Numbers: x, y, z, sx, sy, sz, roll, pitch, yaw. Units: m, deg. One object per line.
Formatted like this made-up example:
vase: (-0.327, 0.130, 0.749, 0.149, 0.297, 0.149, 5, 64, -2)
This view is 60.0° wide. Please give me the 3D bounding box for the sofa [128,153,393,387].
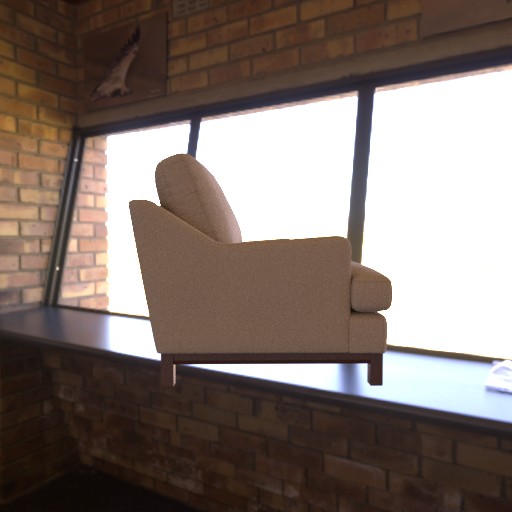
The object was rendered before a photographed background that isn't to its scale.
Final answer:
sofa: (0.000, 0.000, 2.799, 1.000, 0.913, 2.321, 0, 2, -1)
